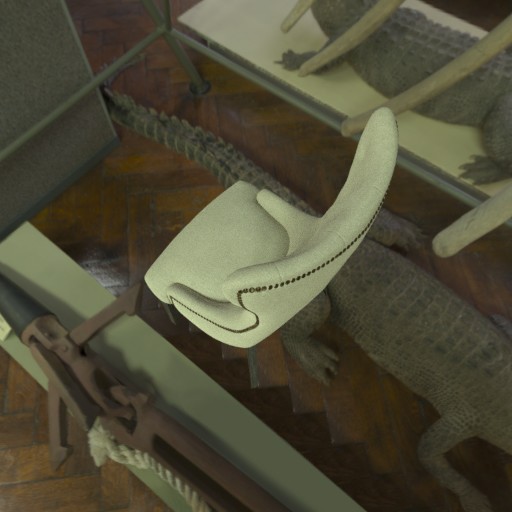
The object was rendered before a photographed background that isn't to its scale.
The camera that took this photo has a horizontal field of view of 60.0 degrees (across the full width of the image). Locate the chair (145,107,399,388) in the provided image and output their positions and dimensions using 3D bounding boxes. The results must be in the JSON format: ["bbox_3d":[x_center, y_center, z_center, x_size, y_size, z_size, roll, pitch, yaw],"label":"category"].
[{"bbox_3d":[0.000,0.000,1.429,0.590,1.065,0.584,35,68,16],"label":"chair"}]
